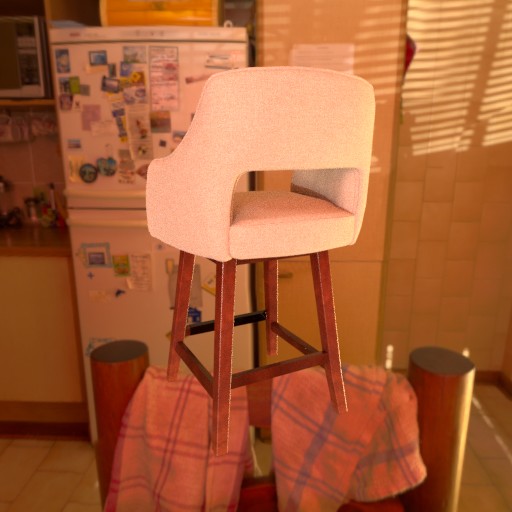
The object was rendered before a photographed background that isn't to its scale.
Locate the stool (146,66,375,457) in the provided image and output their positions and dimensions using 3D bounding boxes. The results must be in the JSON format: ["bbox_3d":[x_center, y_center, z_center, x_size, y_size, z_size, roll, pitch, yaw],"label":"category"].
[{"bbox_3d":[0.000,0.000,1.275,0.550,0.936,0.560,-7,16,-27],"label":"stool"}]
